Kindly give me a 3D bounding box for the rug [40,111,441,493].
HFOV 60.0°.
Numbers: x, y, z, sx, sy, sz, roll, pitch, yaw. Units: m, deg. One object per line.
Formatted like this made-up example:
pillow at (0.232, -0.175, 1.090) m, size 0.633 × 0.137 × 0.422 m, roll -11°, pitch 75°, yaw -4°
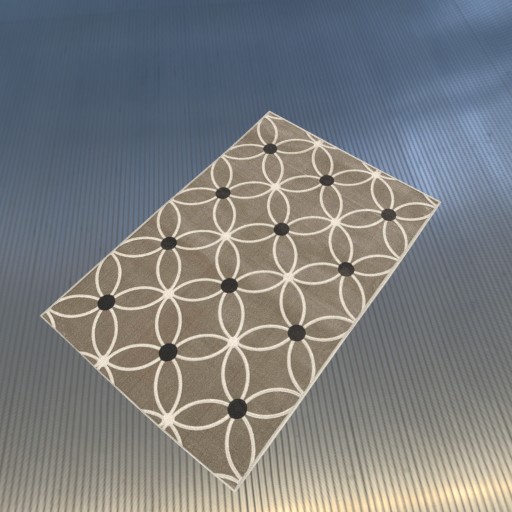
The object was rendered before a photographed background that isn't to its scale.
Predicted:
rug at (0.000, 0.000, 2.870) m, size 1.522 × 0.008 × 2.284 m, roll 34°, pitch 65°, yaw 19°
